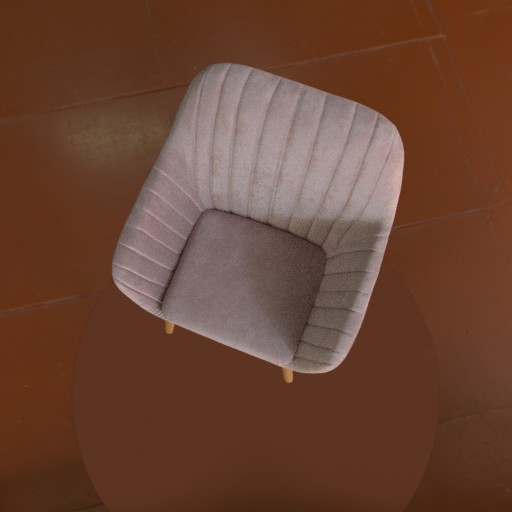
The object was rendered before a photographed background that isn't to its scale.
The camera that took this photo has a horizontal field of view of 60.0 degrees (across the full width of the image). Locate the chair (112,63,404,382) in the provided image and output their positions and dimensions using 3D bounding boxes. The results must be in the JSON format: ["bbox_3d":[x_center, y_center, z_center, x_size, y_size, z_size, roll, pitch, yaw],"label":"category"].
[{"bbox_3d":[0.000,0.000,1.256,0.610,0.832,0.570,21,76,6],"label":"chair"}]
